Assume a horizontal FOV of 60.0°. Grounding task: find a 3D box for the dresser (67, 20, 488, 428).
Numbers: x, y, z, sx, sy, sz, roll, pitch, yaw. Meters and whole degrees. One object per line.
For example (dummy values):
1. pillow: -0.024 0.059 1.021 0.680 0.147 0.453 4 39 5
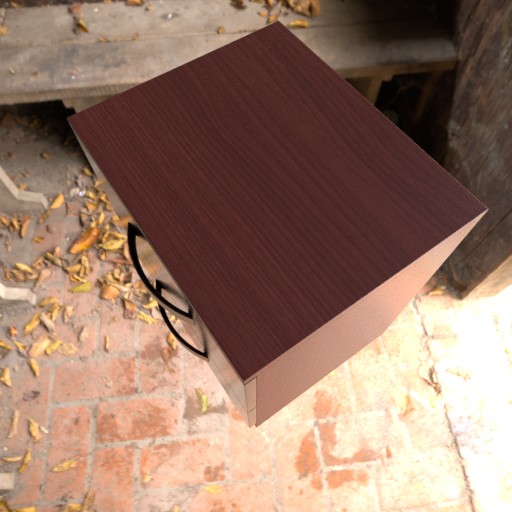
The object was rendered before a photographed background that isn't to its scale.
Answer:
1. dresser: 0.000 0.000 0.736 0.360 0.470 0.400 -32 67 -15
